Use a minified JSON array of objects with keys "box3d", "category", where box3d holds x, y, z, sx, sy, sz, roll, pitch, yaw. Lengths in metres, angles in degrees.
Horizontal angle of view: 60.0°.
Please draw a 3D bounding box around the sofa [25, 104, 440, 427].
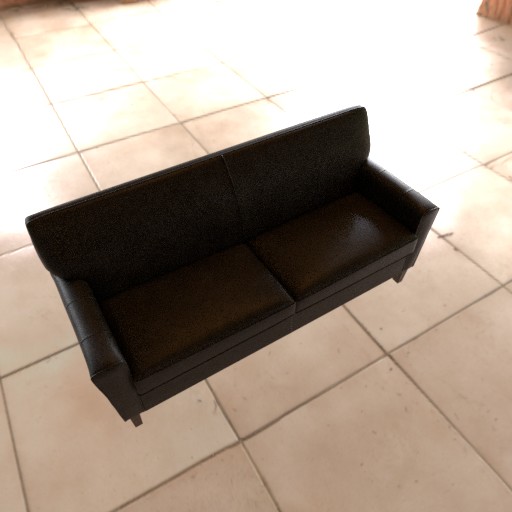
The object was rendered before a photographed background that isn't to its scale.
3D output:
[{"box3d":[0.000,0.000,2.513,2.053,0.947,0.805,-24,52,-21],"category":"sofa"}]
